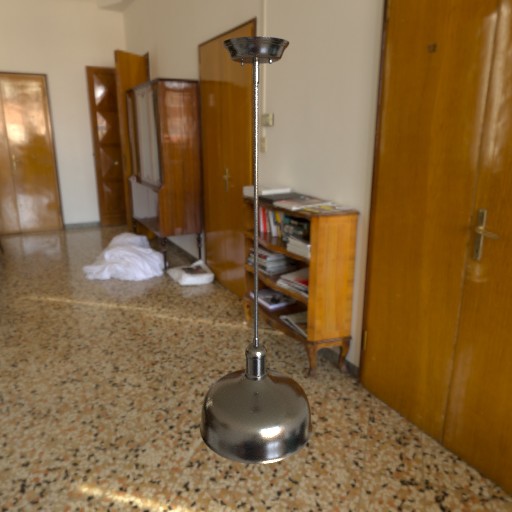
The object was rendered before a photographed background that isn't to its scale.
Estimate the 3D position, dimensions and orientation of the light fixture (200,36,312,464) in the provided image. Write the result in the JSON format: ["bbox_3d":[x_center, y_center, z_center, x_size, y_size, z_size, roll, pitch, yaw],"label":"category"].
[{"bbox_3d":[0.000,0.000,1.065,0.299,0.935,0.299,8,17,26],"label":"light fixture"}]
